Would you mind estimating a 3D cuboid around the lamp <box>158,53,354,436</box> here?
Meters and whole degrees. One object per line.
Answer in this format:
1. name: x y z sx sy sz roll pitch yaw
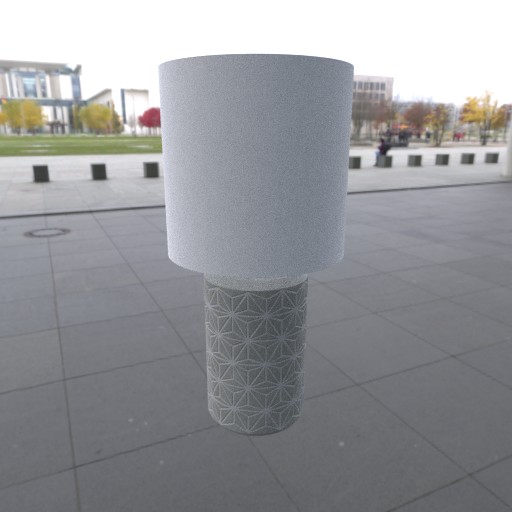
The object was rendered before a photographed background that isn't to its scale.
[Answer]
1. lamp: 0.000 0.000 0.532 0.206 0.416 0.206 -3 16 -10
